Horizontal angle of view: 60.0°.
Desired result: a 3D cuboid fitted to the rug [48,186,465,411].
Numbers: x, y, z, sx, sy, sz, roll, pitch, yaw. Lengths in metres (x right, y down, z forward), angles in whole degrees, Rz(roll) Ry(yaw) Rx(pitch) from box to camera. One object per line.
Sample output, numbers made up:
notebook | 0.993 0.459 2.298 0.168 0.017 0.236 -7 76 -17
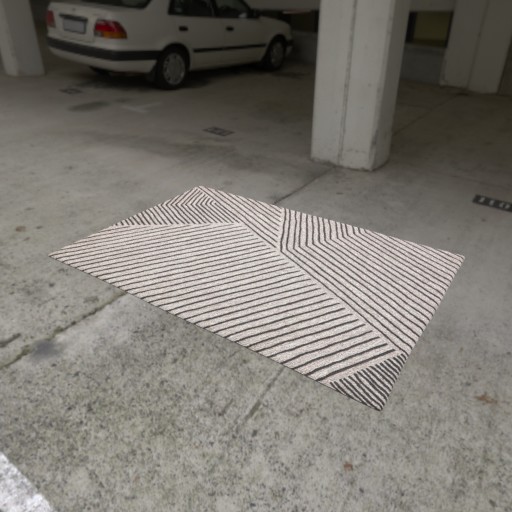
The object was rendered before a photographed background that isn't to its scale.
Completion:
rug | 0.000 0.000 2.348 1.842 0.019 1.237 19 35 29
